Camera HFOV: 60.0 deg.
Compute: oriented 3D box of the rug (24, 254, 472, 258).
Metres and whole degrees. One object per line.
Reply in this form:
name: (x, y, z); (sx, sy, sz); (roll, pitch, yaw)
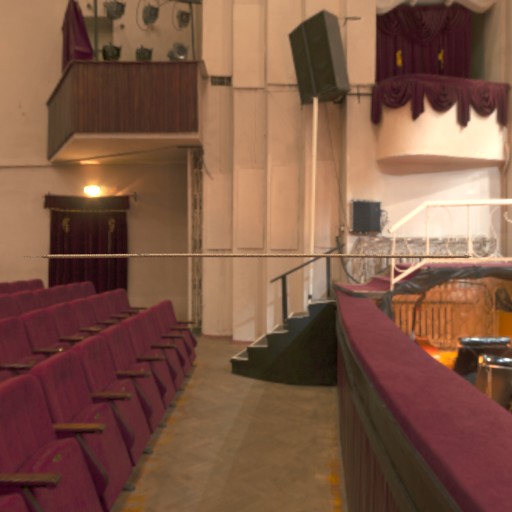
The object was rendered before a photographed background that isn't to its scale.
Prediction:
rug: (0.000, 0.000, 3.936); (3.027, 0.028, 2.125); (0, 0, 0)
